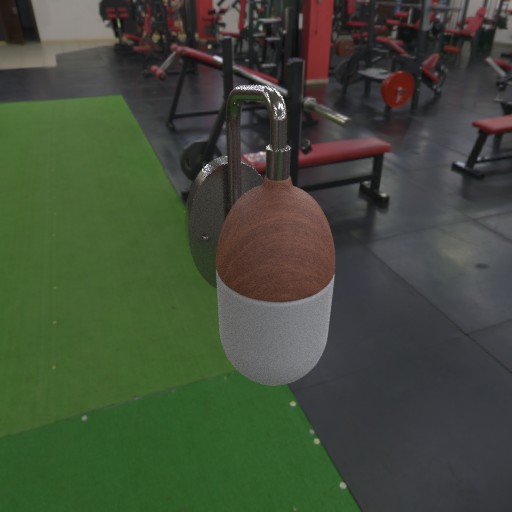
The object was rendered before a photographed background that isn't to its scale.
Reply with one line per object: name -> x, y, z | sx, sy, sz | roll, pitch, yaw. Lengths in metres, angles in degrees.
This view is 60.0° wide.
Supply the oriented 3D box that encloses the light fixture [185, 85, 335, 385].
light fixture -> 0.000, 0.000, 0.454 | 0.108, 0.343, 0.216 | -10, 34, -16
